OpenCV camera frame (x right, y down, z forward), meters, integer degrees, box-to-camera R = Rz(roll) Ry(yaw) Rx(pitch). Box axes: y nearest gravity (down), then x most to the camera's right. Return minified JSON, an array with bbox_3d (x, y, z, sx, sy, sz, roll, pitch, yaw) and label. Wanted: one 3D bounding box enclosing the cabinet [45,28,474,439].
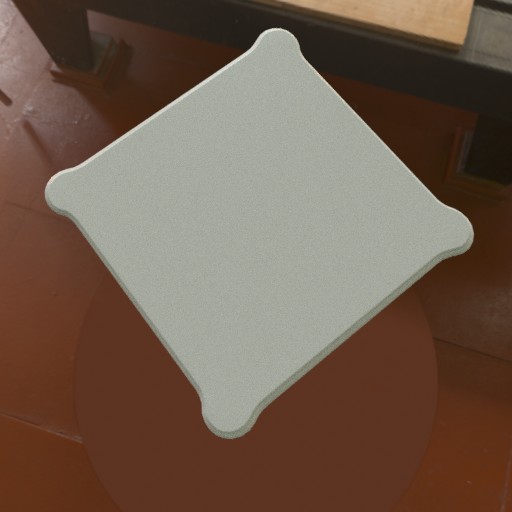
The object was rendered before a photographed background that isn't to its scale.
[{"bbox_3d":[0.000,0.000,1.227,0.627,0.761,0.628,-38,79,-9],"label":"cabinet"}]
